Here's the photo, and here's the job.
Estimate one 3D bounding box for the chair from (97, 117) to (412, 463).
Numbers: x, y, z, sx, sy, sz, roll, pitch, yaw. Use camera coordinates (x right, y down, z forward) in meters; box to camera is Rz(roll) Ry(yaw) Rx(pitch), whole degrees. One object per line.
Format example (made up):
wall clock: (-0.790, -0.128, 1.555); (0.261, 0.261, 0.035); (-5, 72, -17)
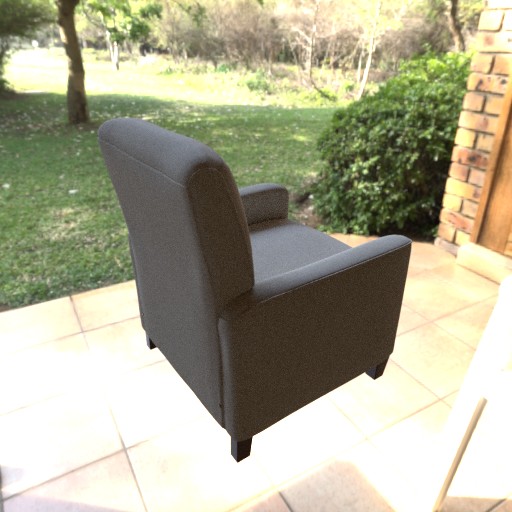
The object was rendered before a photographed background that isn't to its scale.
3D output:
chair: (0.000, 0.000, 1.673); (0.859, 1.023, 0.845); (-18, 32, -31)
